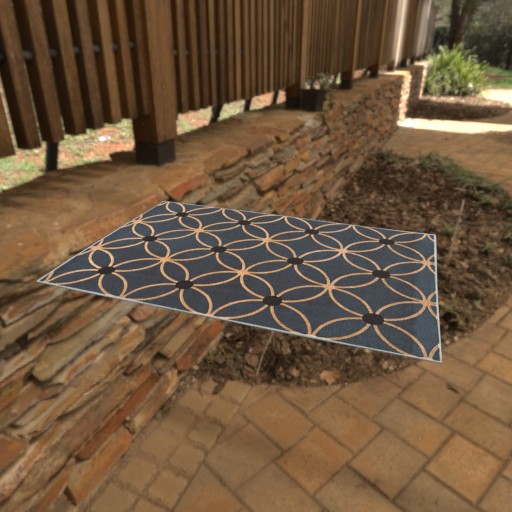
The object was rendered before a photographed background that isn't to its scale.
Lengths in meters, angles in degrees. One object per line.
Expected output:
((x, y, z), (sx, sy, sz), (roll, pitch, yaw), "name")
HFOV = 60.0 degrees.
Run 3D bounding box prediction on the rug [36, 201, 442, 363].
((0.000, 0.000, 2.961), (2.284, 0.008, 1.522), (9, 28, 17), "rug")
